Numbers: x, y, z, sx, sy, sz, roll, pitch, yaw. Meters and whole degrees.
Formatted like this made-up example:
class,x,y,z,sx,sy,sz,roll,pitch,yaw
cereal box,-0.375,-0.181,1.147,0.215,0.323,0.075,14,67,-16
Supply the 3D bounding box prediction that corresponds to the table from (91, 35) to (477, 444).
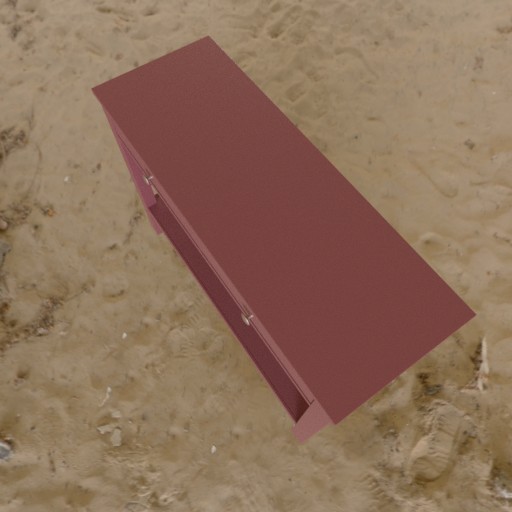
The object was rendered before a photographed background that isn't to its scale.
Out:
class,x,y,z,sx,sy,sz,roll,pitch,yaw
table,0.000,0.000,1.418,0.397,0.753,1.068,-32,68,-15
